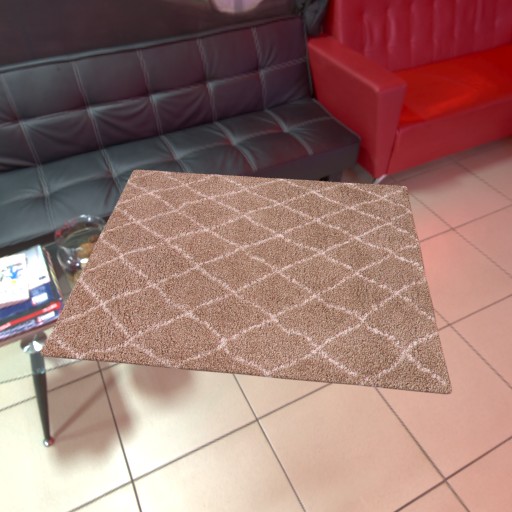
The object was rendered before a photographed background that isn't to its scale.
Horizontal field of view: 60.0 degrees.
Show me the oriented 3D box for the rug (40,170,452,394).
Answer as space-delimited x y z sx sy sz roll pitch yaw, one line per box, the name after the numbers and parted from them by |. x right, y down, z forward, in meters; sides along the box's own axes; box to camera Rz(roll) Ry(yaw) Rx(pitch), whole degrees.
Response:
0.000 0.000 4.086 3.047 0.029 2.438 4 46 4 | rug
